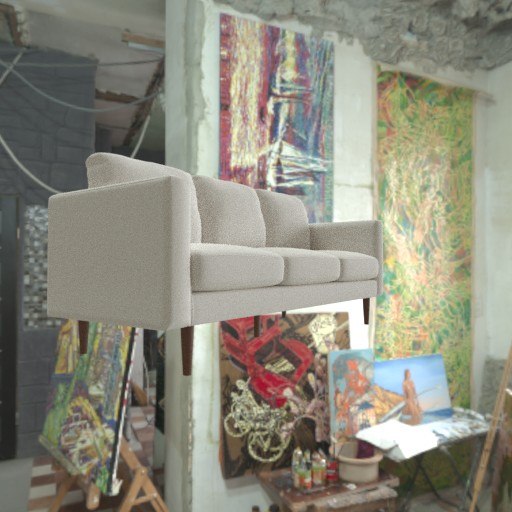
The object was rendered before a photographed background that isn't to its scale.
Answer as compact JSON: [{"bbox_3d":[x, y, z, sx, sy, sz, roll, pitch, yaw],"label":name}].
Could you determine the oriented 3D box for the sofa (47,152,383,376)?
[{"bbox_3d":[0.000,0.000,2.517,0.802,0.912,2.029,-1,-1,36],"label":"sofa"}]
